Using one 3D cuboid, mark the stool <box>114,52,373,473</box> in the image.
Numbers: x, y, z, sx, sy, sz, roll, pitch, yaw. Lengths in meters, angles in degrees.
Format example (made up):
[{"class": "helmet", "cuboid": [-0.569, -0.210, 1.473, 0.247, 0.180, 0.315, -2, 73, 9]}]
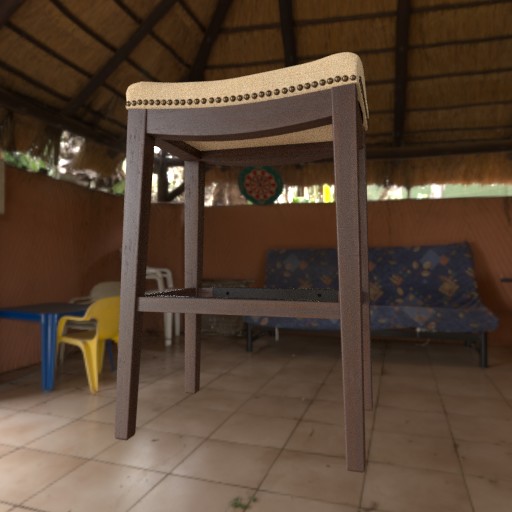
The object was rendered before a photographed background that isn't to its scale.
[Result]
[{"class": "stool", "cuboid": [0.000, 0.000, 1.026, 0.509, 0.768, 0.363, 0, 0, 17]}]
